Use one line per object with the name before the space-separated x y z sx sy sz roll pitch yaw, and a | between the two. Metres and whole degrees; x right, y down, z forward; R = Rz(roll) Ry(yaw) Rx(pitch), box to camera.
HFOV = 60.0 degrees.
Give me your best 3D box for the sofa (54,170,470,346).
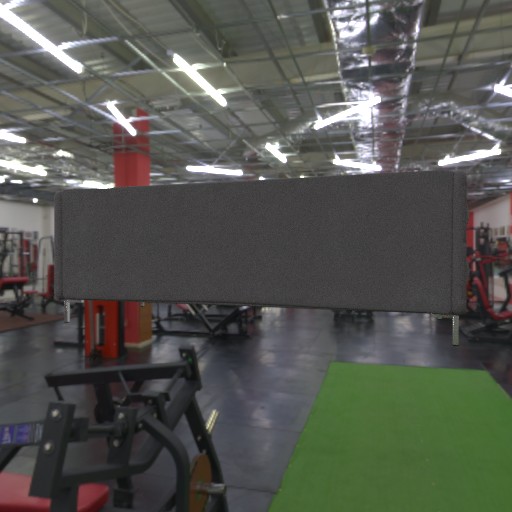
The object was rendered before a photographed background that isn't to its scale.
sofa | 0.000 0.000 2.626 2.209 0.771 0.895 0 0 18
